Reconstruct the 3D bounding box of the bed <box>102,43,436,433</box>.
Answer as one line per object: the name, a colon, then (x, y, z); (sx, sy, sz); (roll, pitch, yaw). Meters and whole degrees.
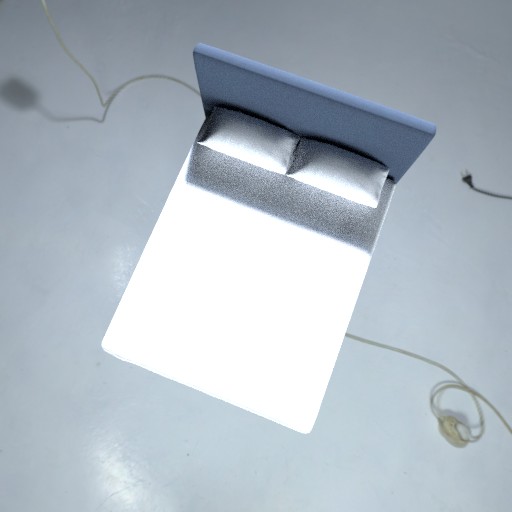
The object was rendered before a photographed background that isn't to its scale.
bed: (0.000, 0.000, 3.245); (1.713, 1.330, 2.162); (21, 78, 5)
